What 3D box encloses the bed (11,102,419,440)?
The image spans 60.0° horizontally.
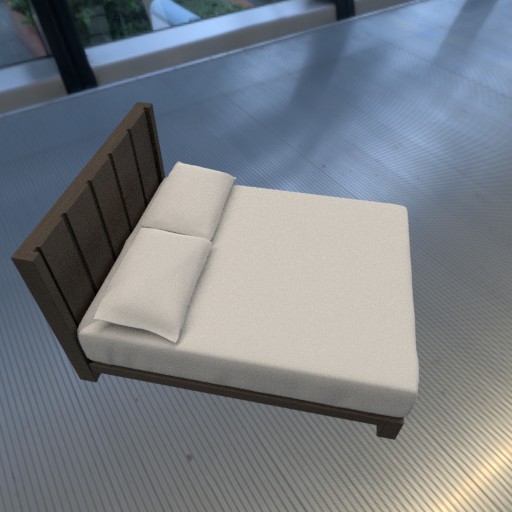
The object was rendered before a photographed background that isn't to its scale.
[{"bbox_3d":[0.000,0.000,3.181,2.242,1.270,1.727,8,46,8],"label":"bed"}]
